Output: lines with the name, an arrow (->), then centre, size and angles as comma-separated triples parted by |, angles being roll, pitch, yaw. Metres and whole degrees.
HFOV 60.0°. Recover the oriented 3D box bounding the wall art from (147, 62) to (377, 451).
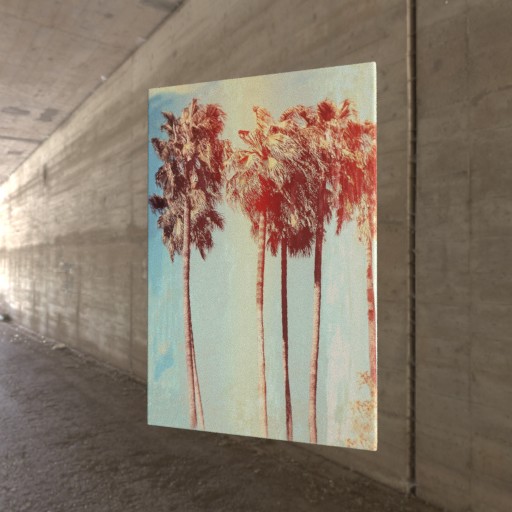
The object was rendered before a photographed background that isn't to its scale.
wall art -> 0.000, 0.000, 0.764 | 0.401, 0.610, 0.038 | 0, -1, 16
